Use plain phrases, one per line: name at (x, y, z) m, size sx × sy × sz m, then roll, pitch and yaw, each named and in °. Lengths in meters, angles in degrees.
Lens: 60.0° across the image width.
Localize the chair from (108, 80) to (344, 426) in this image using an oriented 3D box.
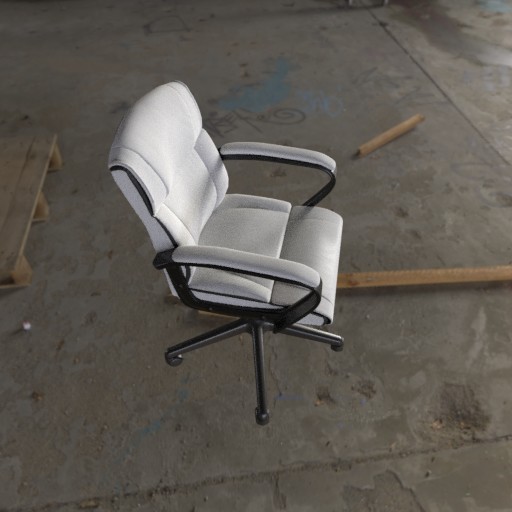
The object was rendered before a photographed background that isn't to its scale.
chair at (0.000, 0.000, 1.492) m, size 0.717 × 1.004 × 0.739 m, roll 9°, pitch 47°, yaw 8°
